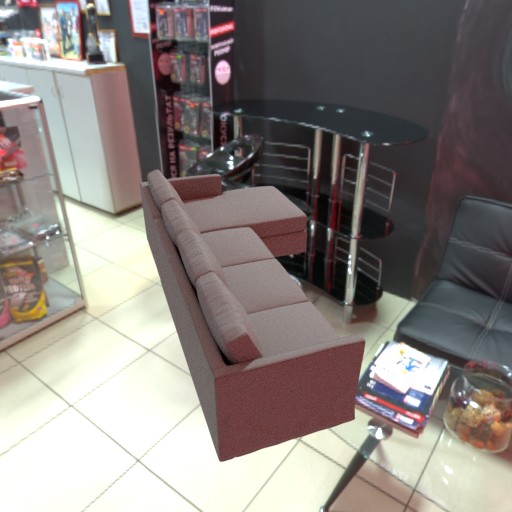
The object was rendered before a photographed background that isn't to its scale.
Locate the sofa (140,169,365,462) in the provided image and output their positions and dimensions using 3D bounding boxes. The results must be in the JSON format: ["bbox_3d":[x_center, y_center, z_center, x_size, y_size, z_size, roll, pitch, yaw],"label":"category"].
[{"bbox_3d":[0.000,0.000,3.980,1.622,0.867,3.177,-10,31,-17],"label":"sofa"}]
